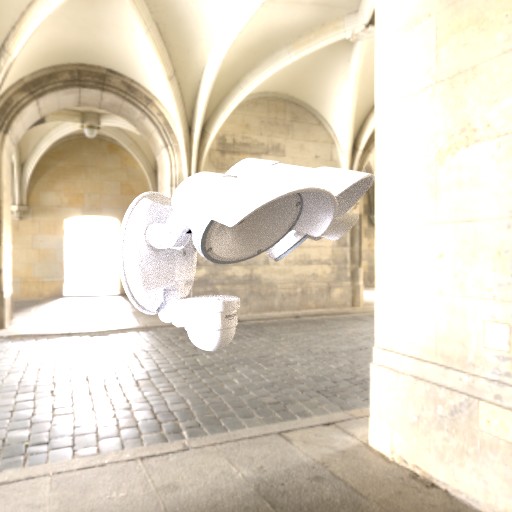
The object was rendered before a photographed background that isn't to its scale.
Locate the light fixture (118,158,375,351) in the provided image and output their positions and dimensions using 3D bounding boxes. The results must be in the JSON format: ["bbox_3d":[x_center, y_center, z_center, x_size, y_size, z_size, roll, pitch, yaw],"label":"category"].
[{"bbox_3d":[0.000,0.000,0.538,0.278,0.237,0.369,0,0,19],"label":"light fixture"}]
